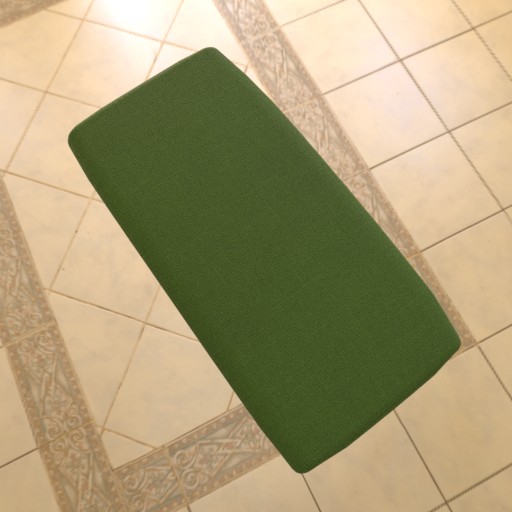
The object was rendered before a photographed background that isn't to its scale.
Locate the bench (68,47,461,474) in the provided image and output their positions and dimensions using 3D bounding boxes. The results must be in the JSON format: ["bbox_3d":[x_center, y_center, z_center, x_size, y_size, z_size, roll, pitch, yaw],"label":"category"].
[{"bbox_3d":[0.000,0.000,1.251,0.505,0.501,0.989,-35,78,-9],"label":"bench"}]
